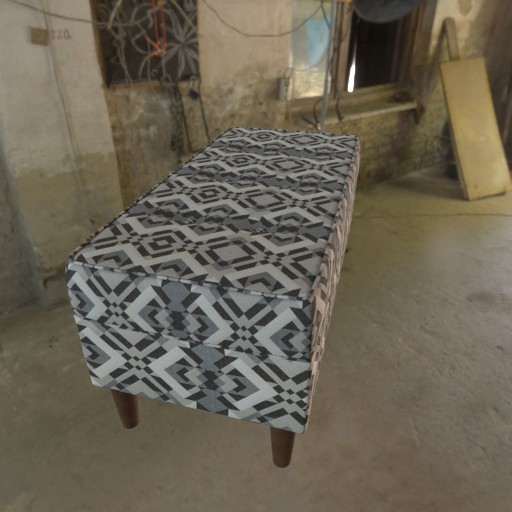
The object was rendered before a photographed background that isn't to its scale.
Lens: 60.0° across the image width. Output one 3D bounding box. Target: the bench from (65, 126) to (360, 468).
[{"bbox_3d":[0.000,0.000,1.290,0.492,0.477,1.016,8,32,13],"label":"bench"}]
